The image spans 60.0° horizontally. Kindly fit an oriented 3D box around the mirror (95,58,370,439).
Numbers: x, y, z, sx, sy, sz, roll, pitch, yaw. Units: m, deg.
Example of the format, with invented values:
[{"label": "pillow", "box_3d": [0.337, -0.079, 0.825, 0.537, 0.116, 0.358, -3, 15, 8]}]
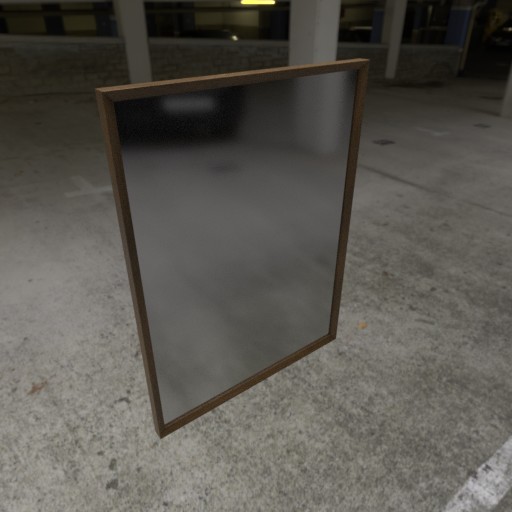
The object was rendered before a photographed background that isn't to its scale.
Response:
[{"label": "mirror", "box_3d": [0.000, 0.000, 1.308, 0.762, 1.016, 0.041, -21, 37, -31]}]
